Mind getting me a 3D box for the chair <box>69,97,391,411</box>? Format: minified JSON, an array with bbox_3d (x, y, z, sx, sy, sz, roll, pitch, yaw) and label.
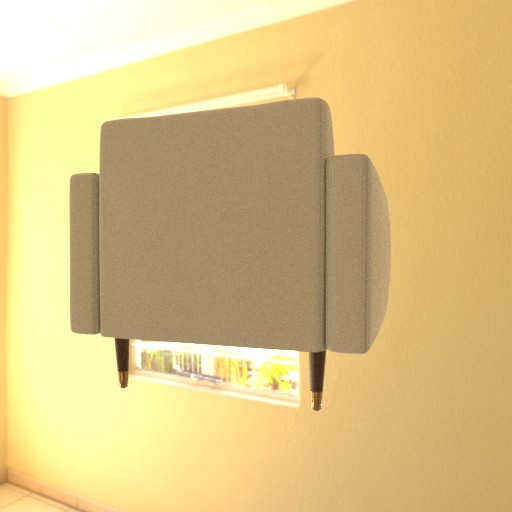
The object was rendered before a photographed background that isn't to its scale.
[{"bbox_3d":[0.000,0.000,1.658,0.953,0.819,0.998,0,0,19],"label":"chair"}]
